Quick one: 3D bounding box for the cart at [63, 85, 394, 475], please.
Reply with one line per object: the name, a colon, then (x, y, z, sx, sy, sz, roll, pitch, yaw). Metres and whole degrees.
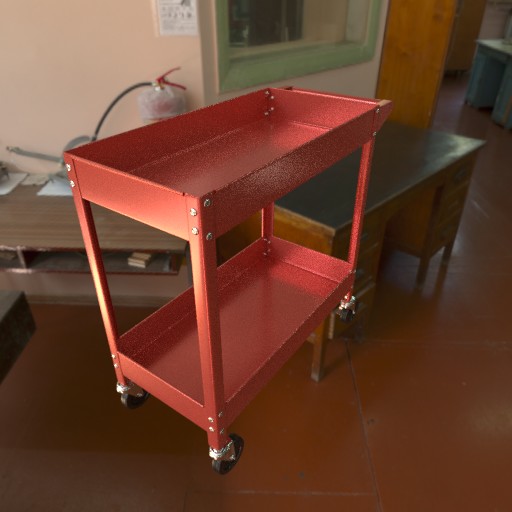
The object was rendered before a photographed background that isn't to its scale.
cart: (0.000, 0.000, 1.176, 0.366, 0.719, 0.779, 21, 38, 30)
